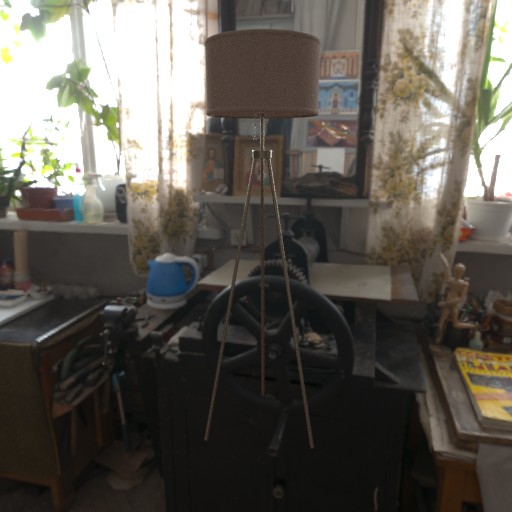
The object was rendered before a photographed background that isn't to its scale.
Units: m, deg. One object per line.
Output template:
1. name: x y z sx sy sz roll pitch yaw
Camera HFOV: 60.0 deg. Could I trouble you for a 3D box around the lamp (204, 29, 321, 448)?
1. lamp: 0.000 0.000 1.744 0.460 1.545 0.449 -7 16 -25
